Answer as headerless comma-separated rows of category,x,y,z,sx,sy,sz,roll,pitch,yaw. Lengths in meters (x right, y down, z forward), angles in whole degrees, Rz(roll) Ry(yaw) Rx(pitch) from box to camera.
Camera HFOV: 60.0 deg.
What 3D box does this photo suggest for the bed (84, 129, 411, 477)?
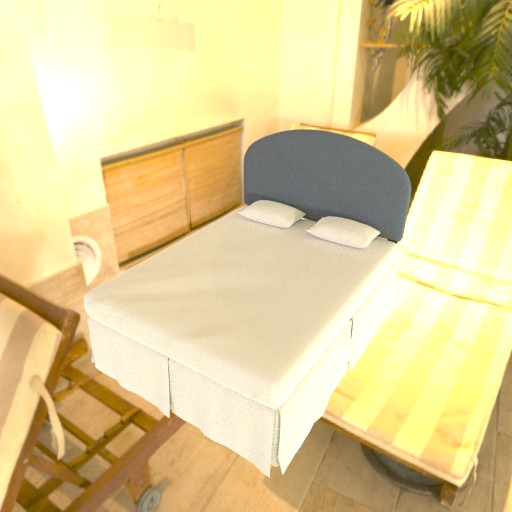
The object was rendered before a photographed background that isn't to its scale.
bed,0.000,0.000,3.173,1.607,1.410,2.005,17,33,29
